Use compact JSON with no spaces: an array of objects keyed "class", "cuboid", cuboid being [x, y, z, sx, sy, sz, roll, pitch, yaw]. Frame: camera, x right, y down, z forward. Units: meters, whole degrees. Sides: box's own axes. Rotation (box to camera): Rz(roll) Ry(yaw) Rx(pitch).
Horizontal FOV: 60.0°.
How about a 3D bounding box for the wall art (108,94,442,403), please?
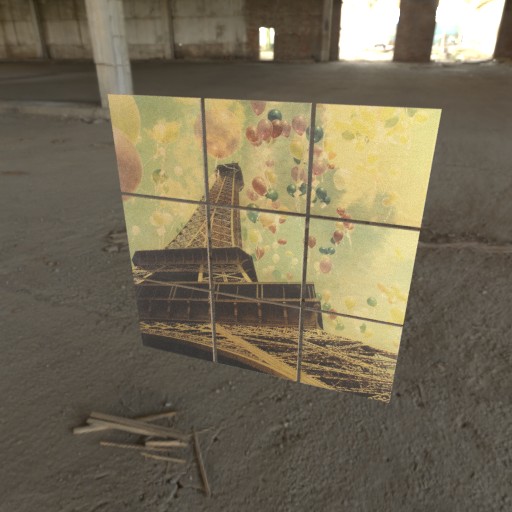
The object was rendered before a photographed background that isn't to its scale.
[{"class":"wall art","cuboid":[0.000,0.000,1.826,1.219,1.218,0.013,9,28,17]}]
